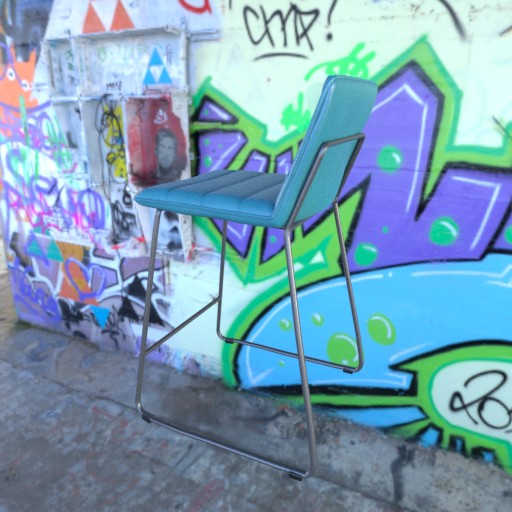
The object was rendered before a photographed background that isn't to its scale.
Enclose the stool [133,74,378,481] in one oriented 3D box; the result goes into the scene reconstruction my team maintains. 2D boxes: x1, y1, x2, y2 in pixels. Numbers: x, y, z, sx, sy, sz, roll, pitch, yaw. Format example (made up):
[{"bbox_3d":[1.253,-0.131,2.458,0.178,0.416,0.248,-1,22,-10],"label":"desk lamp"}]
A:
[{"bbox_3d":[0.000,0.000,1.169,0.524,0.866,0.489,9,21,24],"label":"stool"}]
